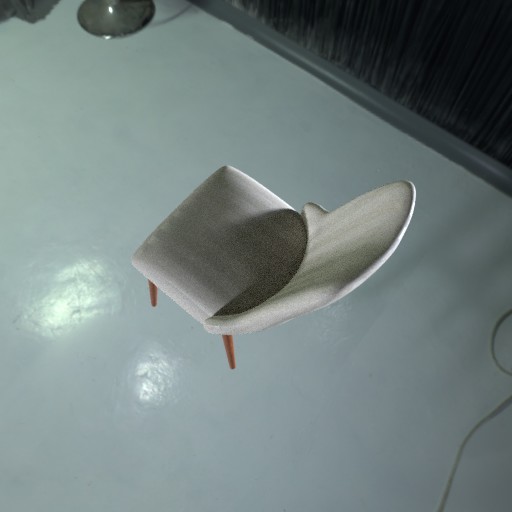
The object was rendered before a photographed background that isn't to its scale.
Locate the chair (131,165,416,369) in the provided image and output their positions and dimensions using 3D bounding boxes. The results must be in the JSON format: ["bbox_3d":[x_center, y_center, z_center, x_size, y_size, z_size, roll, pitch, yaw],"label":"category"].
[{"bbox_3d":[0.000,0.000,1.353,0.684,0.917,0.526,35,68,16],"label":"chair"}]
